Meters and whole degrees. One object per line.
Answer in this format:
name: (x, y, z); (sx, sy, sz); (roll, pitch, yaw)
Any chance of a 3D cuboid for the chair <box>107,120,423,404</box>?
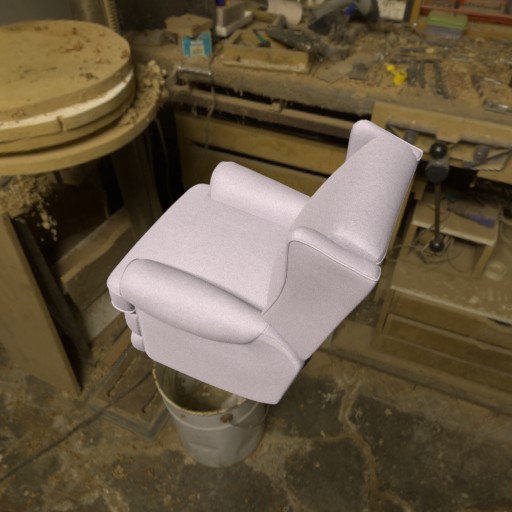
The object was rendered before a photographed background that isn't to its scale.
chair: (0.000, 0.000, 1.749); (0.969, 1.011, 0.847); (18, 48, 17)
